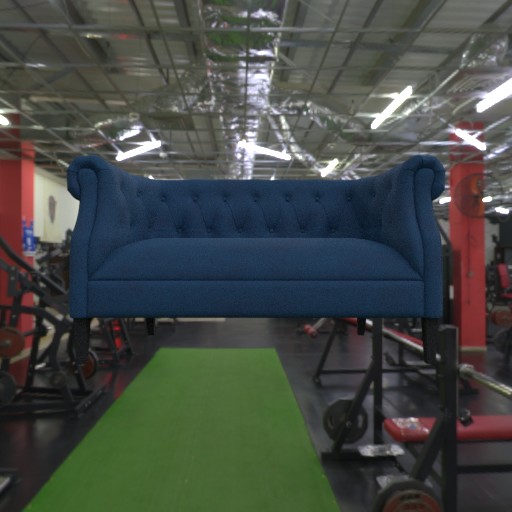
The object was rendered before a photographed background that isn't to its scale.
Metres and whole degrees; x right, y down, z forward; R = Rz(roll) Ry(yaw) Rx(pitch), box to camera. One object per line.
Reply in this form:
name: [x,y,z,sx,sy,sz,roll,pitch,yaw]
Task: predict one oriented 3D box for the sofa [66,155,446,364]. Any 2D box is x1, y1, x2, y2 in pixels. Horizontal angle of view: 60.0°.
sofa: [0.000,0.000,2.074,1.558,0.827,0.835,0,0,0]
